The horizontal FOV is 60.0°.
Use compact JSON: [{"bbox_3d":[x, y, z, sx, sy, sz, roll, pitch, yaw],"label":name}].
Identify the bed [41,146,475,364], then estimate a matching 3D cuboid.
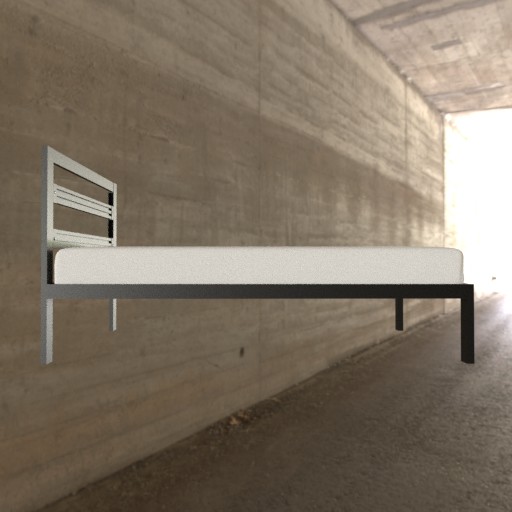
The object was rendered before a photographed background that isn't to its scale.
[{"bbox_3d":[0.000,0.000,2.460,1.930,0.967,0.991,0,-1,0],"label":"bed"}]
